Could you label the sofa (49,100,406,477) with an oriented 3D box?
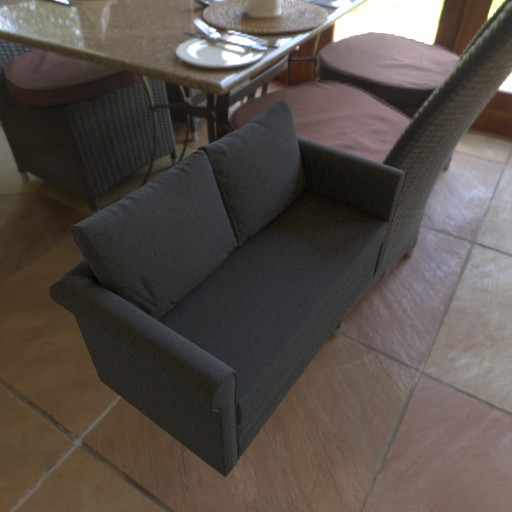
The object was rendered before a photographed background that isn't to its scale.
[{"bbox_3d":[0.000,0.000,1.944,0.741,0.872,1.460,26,48,25],"label":"sofa"}]
